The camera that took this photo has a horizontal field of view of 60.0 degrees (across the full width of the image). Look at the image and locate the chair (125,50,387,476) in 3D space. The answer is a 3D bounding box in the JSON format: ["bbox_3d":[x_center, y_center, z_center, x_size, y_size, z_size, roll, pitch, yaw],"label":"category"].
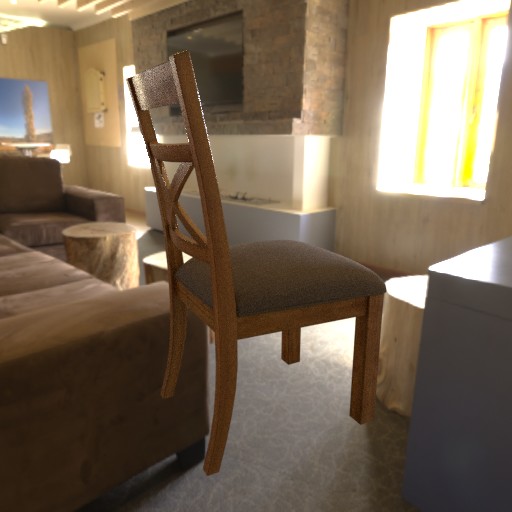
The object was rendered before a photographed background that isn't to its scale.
[{"bbox_3d":[0.000,0.000,1.228,0.581,0.949,0.470,-8,17,-27],"label":"chair"}]
